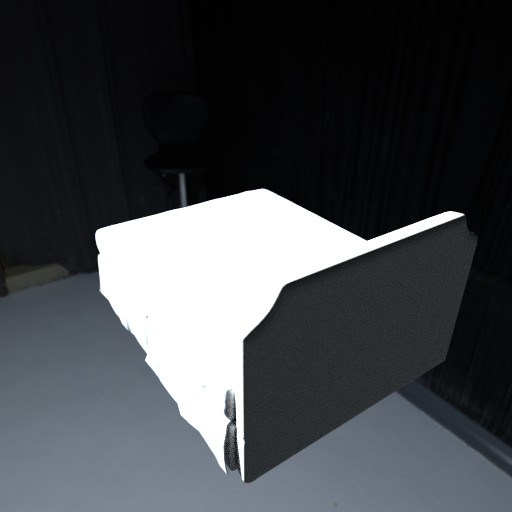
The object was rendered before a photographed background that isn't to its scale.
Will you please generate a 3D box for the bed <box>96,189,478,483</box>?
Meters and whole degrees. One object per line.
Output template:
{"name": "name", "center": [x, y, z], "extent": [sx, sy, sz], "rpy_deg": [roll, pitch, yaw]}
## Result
{"name": "bed", "center": [0.000, 0.000, 3.524], "extent": [1.977, 1.293, 2.498], "rpy_deg": [-18, 34, -29]}
